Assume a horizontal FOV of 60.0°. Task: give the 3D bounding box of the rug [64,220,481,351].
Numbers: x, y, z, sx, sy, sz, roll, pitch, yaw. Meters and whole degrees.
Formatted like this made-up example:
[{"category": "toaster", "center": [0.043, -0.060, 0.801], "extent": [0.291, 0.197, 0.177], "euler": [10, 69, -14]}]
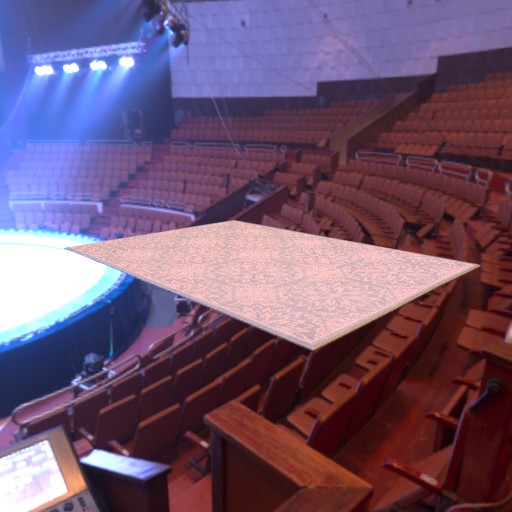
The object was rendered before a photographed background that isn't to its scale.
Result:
[{"category": "rug", "center": [0.000, 0.000, 2.859], "extent": [1.589, 0.014, 2.205], "euler": [-14, 20, -43]}]
